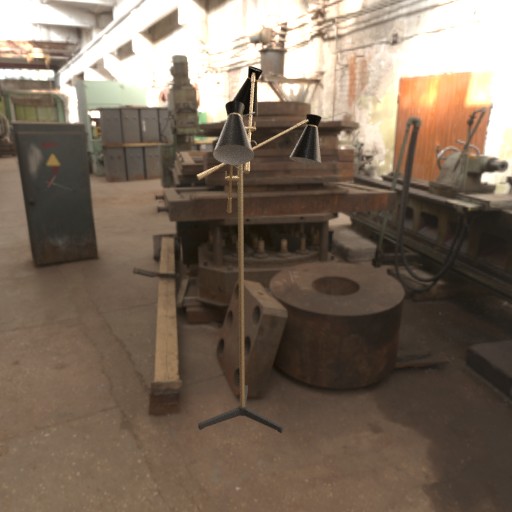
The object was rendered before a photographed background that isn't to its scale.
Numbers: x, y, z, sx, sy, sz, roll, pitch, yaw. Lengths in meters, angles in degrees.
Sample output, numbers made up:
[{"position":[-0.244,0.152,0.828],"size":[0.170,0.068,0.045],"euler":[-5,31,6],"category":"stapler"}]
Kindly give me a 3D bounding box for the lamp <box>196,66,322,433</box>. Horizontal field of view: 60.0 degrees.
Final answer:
[{"position":[0.000,0.000,2.190],"size":[0.653,1.804,0.750],"euler":[-8,18,-26],"category":"lamp"}]
